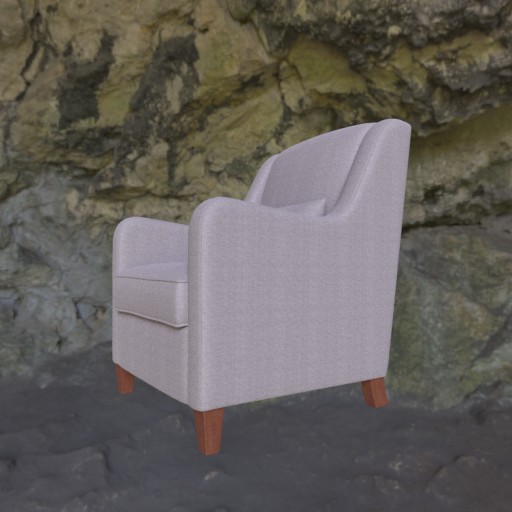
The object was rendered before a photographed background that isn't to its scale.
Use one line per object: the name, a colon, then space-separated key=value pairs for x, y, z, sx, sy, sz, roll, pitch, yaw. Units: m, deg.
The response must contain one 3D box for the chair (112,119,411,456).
chair: x=0.000 y=0.000 z=1.618 sx=0.890 sy=1.017 sz=0.715 roll=1 pitch=-1 yaw=-35
